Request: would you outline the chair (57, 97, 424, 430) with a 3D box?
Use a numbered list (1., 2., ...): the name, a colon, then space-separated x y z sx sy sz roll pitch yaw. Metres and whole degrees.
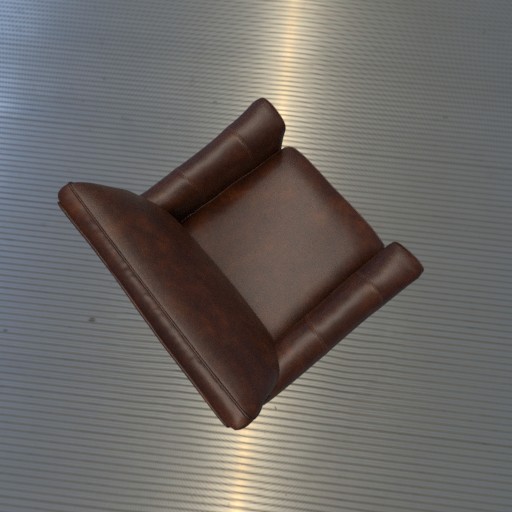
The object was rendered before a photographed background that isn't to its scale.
1. chair: 0.000 0.000 1.658 0.823 0.943 0.870 -38 78 -9
